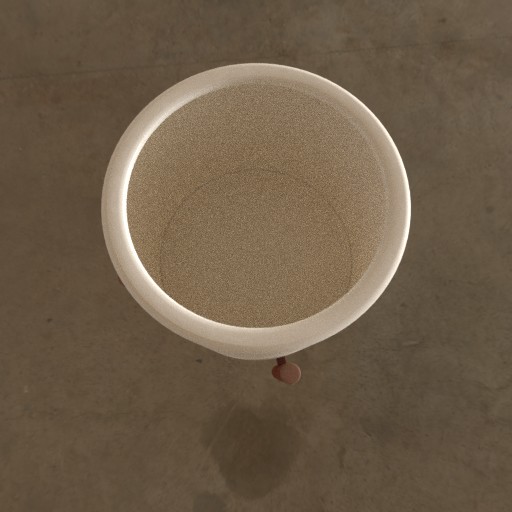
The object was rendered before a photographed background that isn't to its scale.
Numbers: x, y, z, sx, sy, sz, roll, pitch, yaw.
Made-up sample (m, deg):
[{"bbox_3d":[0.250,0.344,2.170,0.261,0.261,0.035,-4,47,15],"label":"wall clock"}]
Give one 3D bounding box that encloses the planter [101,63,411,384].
[{"bbox_3d":[0.000,0.000,0.491,0.224,0.358,0.224,30,78,7],"label":"planter"}]
